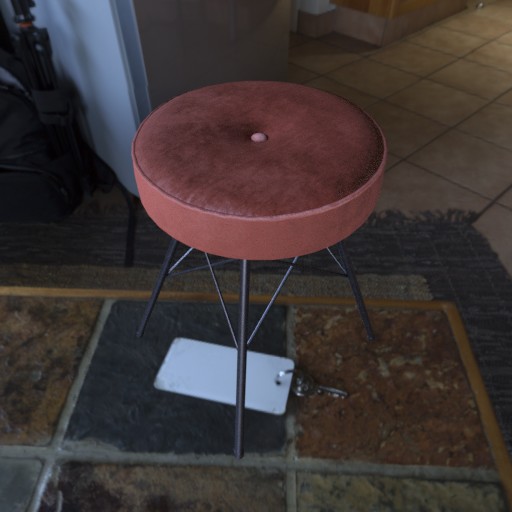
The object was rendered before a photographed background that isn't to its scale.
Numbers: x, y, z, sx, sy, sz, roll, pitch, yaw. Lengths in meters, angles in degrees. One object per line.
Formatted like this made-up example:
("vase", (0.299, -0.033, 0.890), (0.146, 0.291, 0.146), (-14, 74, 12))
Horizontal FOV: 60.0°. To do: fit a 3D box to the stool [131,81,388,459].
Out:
("stool", (0.000, 0.000, 0.918), (0.457, 0.593, 0.421), (-32, 54, -27))
